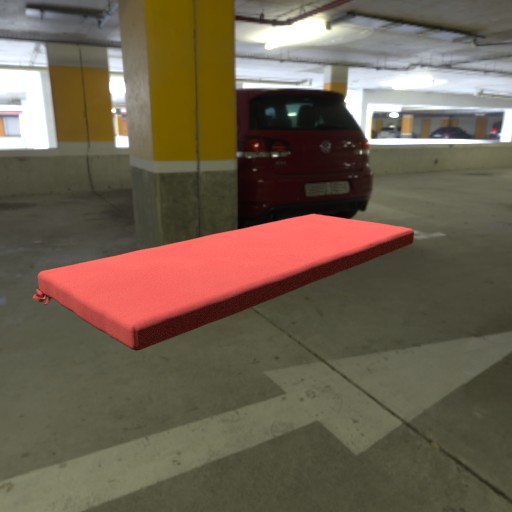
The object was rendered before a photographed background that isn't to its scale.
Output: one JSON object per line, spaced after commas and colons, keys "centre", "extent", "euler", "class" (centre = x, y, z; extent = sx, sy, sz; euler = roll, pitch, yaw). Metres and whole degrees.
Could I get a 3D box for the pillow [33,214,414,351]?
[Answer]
{"centre": [0.000, 0.000, 1.359], "extent": [0.492, 0.081, 1.187], "euler": [15, 21, 42], "class": "pillow"}
